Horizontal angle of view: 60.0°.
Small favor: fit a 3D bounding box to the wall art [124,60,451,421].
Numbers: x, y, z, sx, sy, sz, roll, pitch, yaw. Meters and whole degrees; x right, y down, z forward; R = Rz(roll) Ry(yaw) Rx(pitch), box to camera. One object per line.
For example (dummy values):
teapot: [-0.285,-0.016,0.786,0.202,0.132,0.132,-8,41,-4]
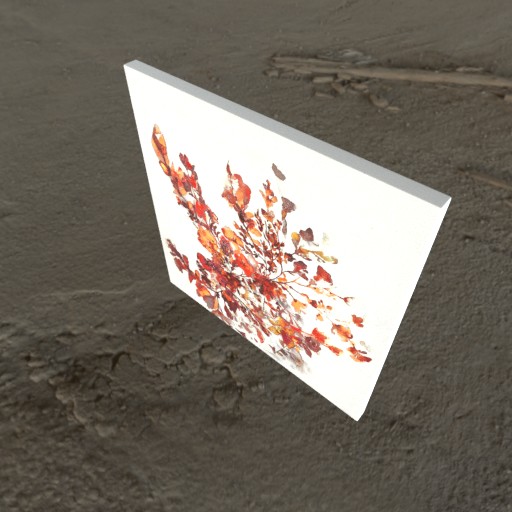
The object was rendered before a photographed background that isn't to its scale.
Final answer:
wall art: [0.000,0.000,1.109,0.757,0.757,0.037,32,54,27]
